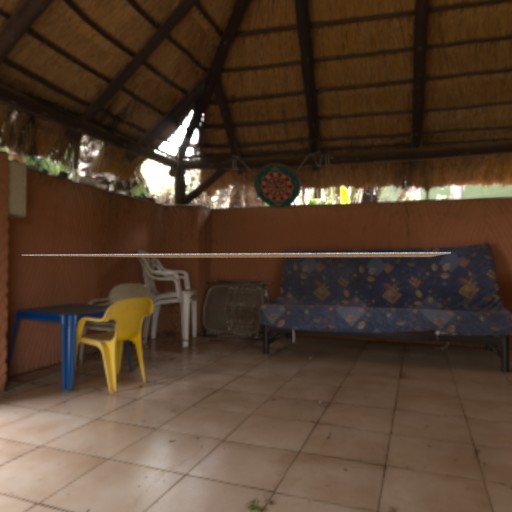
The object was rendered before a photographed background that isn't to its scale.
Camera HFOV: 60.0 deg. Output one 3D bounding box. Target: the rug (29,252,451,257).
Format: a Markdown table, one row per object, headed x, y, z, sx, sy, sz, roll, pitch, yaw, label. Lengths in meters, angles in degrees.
| x | y | z | sx | sy | sz | roll | pitch | yaw | label |
| --- | --- | --- | --- | --- | --- | --- | --- | --- | --- |
| 0.000 | 0.000 | 4.204 | 3.200 | 0.007 | 2.443 | 0 | -1 | 19 | rug |
